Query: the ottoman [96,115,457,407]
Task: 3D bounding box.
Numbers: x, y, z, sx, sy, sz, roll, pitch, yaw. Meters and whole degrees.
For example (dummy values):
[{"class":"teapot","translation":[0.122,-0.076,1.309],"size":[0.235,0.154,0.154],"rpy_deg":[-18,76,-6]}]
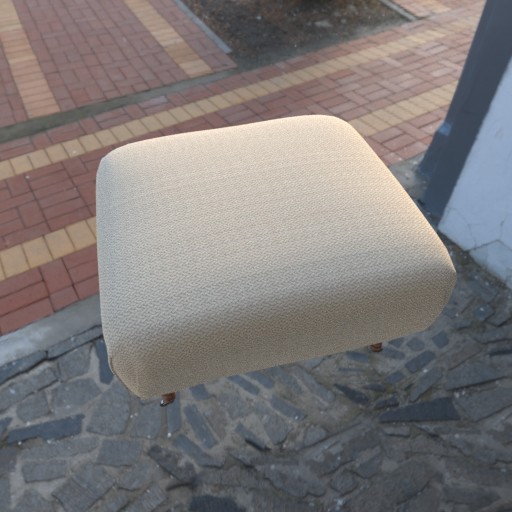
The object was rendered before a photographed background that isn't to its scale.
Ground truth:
[{"class":"ottoman","translation":[0.000,0.000,1.070],"size":[0.684,0.447,0.622],"rpy_deg":[-11,48,-10]}]
